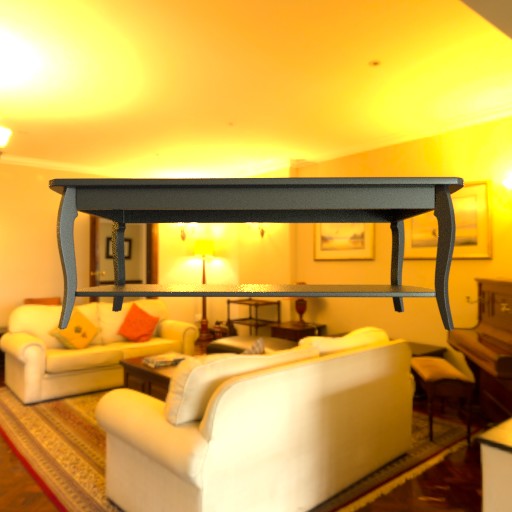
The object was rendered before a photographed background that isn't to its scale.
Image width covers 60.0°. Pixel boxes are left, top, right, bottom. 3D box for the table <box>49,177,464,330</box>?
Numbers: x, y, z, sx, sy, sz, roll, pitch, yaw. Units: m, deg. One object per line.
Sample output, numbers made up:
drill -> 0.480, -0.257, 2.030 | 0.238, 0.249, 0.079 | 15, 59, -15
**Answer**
table -> 0.000, 0.000, 1.598 | 1.333, 0.457, 0.571 | 0, -1, 1
